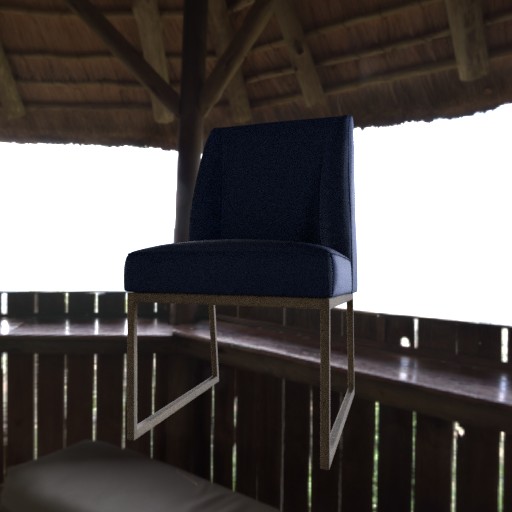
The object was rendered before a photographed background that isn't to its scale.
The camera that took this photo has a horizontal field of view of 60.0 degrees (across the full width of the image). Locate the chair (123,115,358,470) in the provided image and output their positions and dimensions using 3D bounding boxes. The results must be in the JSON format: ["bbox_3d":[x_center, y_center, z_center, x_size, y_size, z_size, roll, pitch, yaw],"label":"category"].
[{"bbox_3d":[0.000,0.000,1.202,0.508,0.863,0.522,0,0,18],"label":"chair"}]
